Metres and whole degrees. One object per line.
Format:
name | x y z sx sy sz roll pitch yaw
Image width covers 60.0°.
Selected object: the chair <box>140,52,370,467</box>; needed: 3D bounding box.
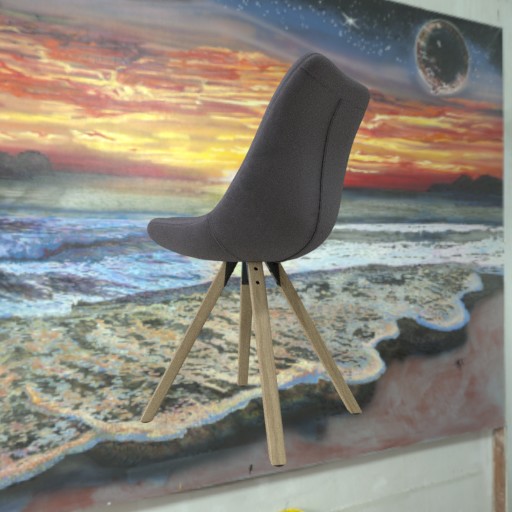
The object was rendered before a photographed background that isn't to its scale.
chair | 0.000 0.000 1.192 0.547 0.865 0.483 0 0 37
